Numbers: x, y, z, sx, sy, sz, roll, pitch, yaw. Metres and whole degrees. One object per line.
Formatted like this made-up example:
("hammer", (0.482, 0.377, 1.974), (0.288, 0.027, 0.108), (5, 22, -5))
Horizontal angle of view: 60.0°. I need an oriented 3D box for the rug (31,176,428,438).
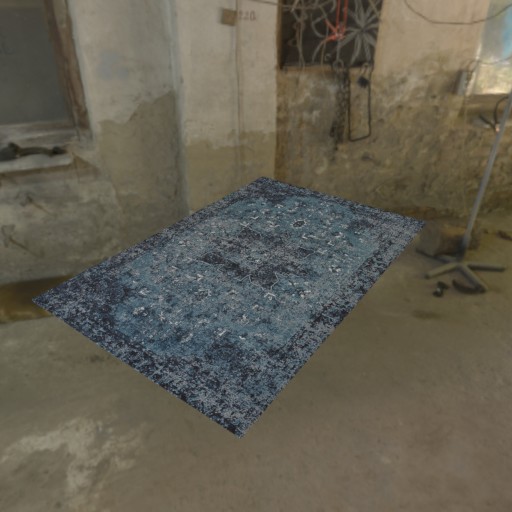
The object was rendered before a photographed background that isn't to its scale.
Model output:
("rug", (0.000, 0.000, 2.347), (1.219, 0.005, 1.828), (21, 38, 30))
